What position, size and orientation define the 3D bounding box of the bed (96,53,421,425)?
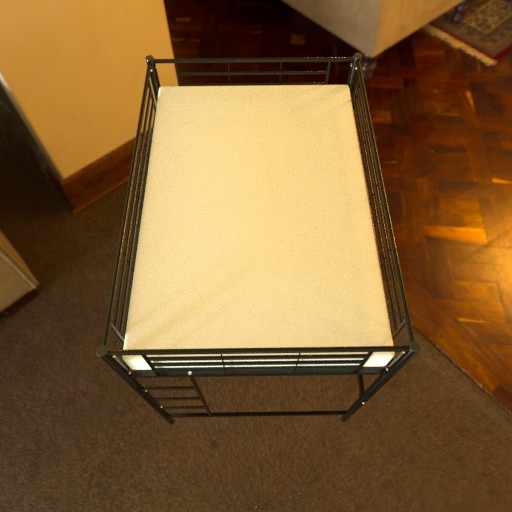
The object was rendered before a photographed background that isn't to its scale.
[{"bbox_3d":[0.000,0.000,3.163,1.397,1.803,1.994,-1,60,0],"label":"bed"}]
